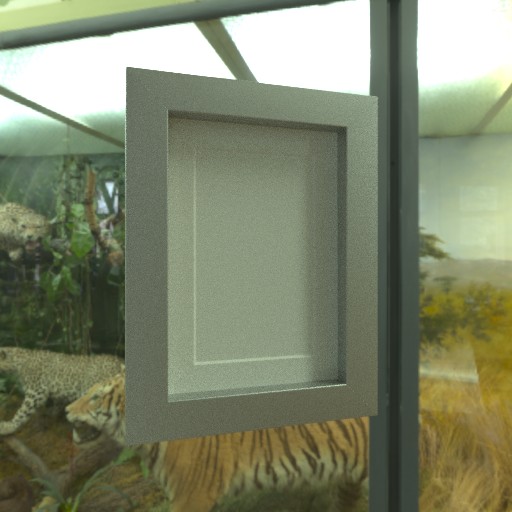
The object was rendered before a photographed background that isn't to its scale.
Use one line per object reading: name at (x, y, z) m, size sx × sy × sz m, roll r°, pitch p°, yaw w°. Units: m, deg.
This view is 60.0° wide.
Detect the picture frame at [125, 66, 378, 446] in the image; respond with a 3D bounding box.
picture frame at (0.000, 0.000, 0.278) m, size 0.157 × 0.208 × 0.028 m, roll 0°, pitch 0°, yaw -17°
